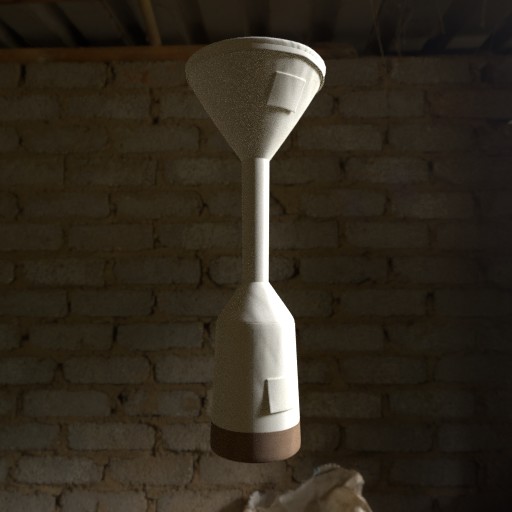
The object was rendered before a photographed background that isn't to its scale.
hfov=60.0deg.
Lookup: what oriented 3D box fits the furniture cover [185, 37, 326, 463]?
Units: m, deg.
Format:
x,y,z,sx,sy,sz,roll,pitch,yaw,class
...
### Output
x,y,z,sx,sy,sz,roll,pitch,yaw,class
0.000,0.000,2.868,0.914,2.413,0.914,1,-2,-37,furniture cover
